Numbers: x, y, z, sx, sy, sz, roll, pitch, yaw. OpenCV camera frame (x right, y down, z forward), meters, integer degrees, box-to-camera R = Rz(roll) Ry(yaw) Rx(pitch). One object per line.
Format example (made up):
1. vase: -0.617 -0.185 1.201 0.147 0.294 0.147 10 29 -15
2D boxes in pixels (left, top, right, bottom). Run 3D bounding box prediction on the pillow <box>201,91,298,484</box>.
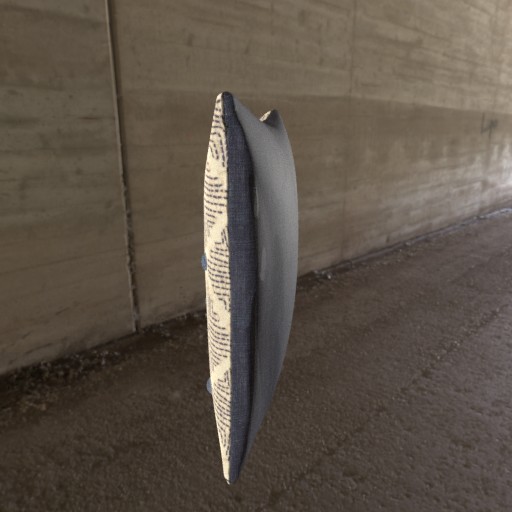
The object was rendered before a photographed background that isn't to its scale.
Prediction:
1. pillow: 0.000 0.000 0.779 0.145 0.510 0.510 2 16 8
